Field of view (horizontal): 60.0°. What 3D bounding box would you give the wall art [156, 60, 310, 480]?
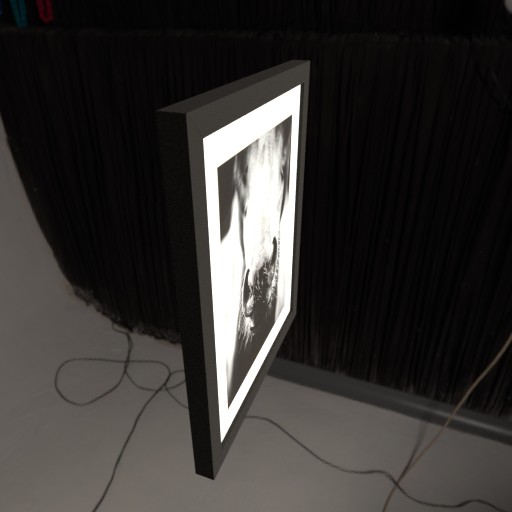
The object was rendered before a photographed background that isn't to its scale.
[{"bbox_3d":[0.000,0.000,0.537,0.024,0.404,0.329,11,32,18],"label":"wall art"}]
